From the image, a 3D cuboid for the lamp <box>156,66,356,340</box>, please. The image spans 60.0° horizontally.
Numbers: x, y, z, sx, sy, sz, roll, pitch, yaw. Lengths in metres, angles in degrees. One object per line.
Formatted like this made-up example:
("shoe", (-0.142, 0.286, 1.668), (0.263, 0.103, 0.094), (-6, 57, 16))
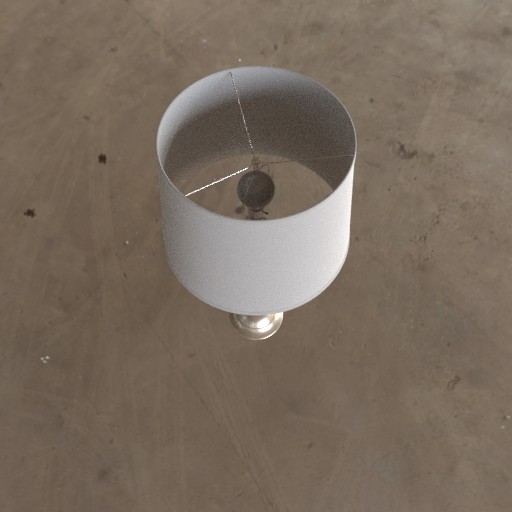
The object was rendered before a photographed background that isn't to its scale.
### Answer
("lamp", (0.000, 0.000, 0.890), (0.331, 0.698, 0.331), (0, 63, 0))
